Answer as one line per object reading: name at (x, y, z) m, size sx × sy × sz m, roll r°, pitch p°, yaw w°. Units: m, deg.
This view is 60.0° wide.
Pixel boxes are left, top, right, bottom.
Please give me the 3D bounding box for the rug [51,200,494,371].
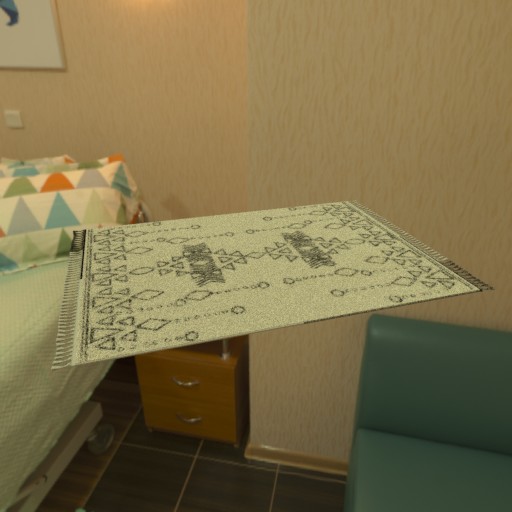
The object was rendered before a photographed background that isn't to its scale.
rug at (0.000, 0.000, 2.868) m, size 2.312 × 0.013 × 1.600 m, roll -8°, pitch 27°, yaw -16°
